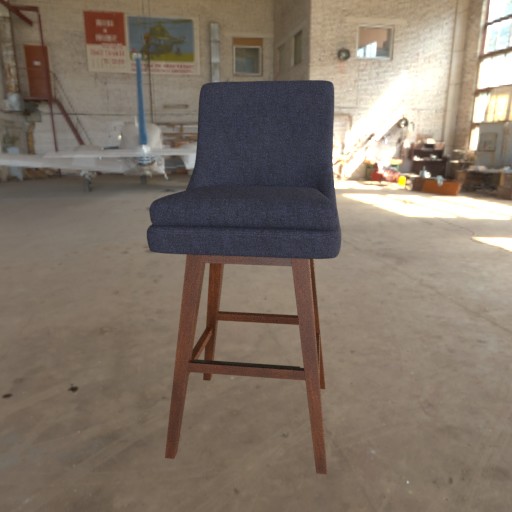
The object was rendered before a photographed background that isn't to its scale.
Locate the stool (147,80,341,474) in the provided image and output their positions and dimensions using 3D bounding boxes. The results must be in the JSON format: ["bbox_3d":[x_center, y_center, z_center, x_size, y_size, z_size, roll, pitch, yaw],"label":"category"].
[{"bbox_3d":[0.000,0.000,1.360,0.489,1.068,0.572,2,15,8],"label":"stool"}]
